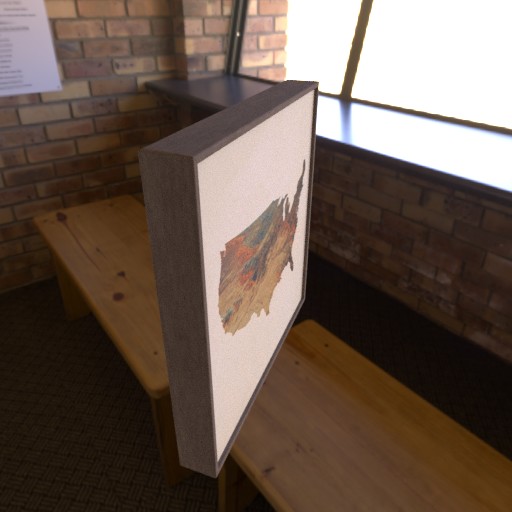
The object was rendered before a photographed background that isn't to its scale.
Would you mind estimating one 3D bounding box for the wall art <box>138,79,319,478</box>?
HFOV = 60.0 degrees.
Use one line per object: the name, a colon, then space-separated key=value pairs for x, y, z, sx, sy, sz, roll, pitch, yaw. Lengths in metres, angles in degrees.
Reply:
wall art: x=0.000 y=0.000 z=0.460 sx=0.038 sy=0.302 sz=0.303 roll=11 pitch=32 yaw=18
